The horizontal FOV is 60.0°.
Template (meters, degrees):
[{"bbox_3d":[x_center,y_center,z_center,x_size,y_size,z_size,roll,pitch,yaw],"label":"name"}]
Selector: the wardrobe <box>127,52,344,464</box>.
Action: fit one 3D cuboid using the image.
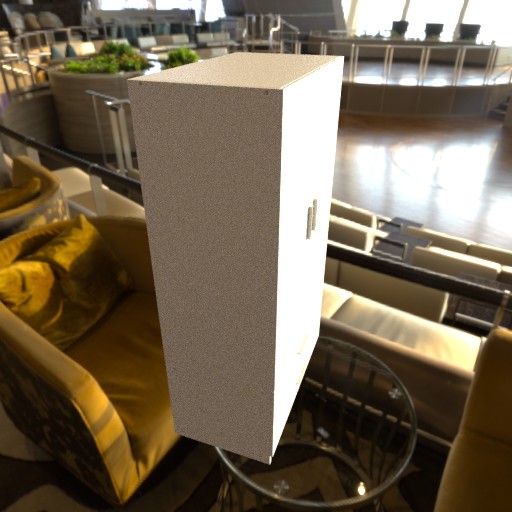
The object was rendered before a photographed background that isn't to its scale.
[{"bbox_3d":[0.000,0.000,2.278,0.577,1.808,0.991,10,32,17],"label":"wardrobe"}]
